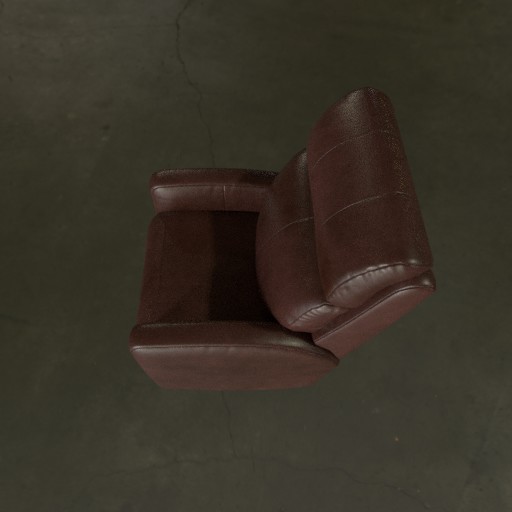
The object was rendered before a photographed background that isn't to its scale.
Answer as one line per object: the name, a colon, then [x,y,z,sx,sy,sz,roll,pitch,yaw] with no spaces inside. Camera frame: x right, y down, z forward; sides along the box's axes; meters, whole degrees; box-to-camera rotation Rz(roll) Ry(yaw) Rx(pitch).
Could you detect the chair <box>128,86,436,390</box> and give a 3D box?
chair: [0.000,0.000,1.672,0.939,1.016,0.787,-1,59,-1]
